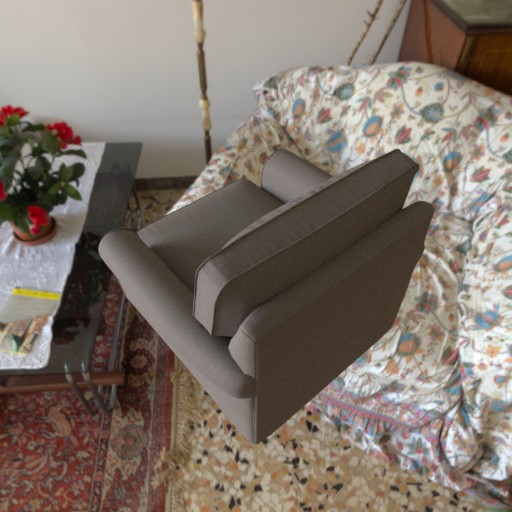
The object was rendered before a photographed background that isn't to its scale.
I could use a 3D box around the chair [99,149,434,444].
[{"bbox_3d":[0.000,0.000,1.805,1.029,0.967,0.966,-32,54,-27],"label":"chair"}]
